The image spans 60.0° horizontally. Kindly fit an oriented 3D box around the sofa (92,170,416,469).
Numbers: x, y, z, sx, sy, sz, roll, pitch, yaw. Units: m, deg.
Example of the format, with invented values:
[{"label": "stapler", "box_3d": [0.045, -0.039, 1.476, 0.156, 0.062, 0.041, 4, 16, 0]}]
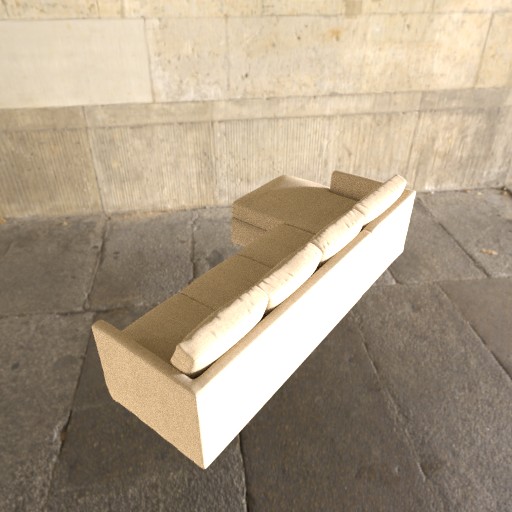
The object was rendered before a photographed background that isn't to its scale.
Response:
[{"label": "sofa", "box_3d": [0.000, 0.000, 3.967, 1.650, 0.922, 3.205, 23, 40, 30]}]
